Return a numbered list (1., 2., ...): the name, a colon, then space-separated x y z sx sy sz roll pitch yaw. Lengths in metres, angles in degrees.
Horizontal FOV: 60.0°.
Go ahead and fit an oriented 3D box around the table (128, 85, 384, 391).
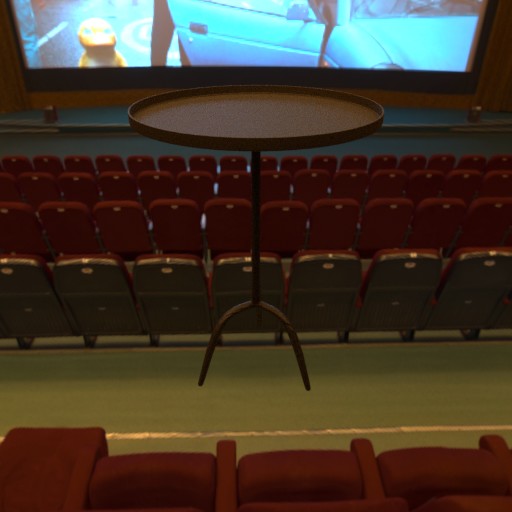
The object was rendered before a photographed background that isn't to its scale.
1. table: 0.000 0.000 1.066 0.502 0.700 0.502 -1 30 -2
